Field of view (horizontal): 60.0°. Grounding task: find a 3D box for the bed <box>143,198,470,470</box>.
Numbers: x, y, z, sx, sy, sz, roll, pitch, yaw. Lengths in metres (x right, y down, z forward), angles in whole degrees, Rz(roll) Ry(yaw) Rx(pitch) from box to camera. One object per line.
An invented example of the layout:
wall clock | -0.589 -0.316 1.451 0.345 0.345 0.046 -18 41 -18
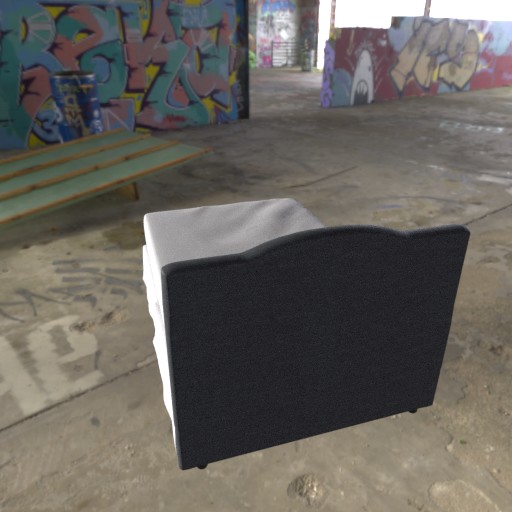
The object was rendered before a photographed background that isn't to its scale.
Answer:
bed | 0.000 0.000 3.537 1.747 1.441 2.507 -8 28 -15
